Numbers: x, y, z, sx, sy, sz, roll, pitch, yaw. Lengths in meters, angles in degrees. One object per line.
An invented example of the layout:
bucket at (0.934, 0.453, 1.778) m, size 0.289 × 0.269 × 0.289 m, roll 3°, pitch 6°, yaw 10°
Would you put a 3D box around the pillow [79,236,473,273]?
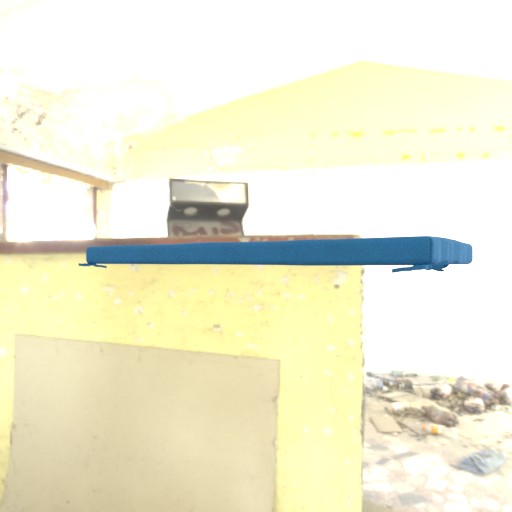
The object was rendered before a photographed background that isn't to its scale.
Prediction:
pillow at (0.000, 0.000, 1.365) m, size 1.187 × 0.081 × 0.492 m, roll 0°, pitch -1°, yaw 35°
